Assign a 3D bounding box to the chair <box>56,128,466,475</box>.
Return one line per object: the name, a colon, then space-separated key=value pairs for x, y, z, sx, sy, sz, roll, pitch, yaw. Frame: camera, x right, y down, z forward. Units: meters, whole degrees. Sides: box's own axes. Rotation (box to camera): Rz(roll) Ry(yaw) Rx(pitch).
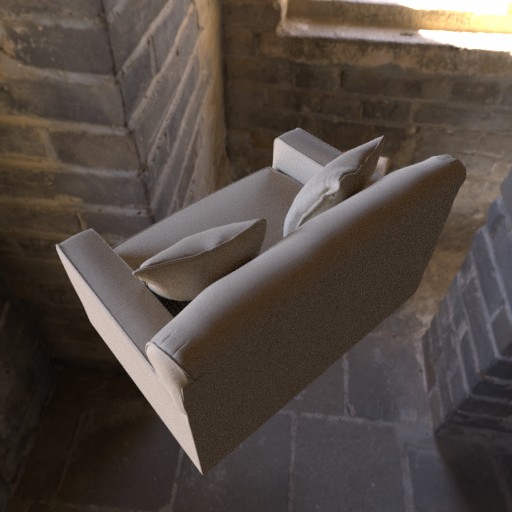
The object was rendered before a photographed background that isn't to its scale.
chair: x=0.000 y=0.000 z=1.974 sx=1.383 sy=0.948 sz=1.000 roll=-32 pitch=55 yaw=-27
